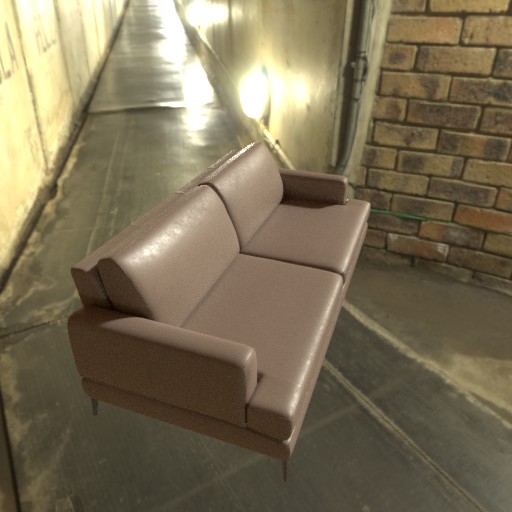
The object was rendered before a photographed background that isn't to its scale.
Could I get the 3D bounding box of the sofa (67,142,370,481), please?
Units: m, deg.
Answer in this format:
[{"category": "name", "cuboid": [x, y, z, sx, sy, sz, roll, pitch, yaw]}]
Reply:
[{"category": "sofa", "cuboid": [0.000, 0.000, 2.389, 0.974, 0.765, 1.940, 11, 32, 17]}]
